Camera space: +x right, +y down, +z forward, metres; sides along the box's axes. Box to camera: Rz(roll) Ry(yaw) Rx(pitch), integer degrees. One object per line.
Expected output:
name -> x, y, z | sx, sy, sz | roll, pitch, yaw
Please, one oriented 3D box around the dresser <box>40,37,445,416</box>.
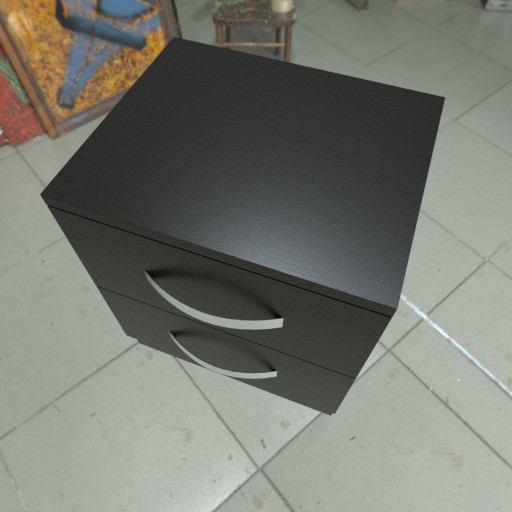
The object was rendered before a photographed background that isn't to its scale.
dresser -> 0.000, 0.000, 0.730 | 0.400, 0.470, 0.360 | 18, 59, 11
